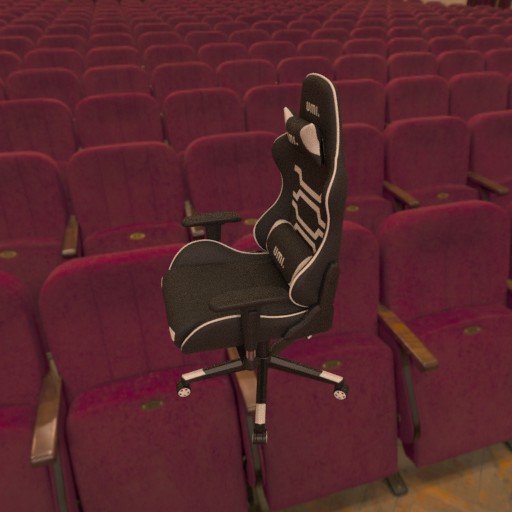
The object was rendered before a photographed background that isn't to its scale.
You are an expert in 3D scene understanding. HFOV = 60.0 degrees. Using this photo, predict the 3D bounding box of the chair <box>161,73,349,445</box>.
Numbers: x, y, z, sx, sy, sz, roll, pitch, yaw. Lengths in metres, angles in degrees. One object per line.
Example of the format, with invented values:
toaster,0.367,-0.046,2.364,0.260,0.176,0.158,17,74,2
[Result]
chair,0.000,0.000,1.640,0.700,1.240,0.700,-8,31,-14
